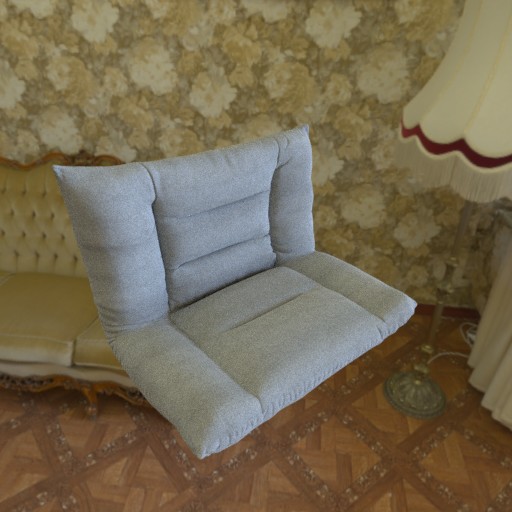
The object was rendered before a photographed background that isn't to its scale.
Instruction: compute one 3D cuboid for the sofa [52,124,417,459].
[{"bbox_3d":[0.000,0.000,1.702,1.144,0.795,0.847,-22,37,-33],"label":"sofa"}]
